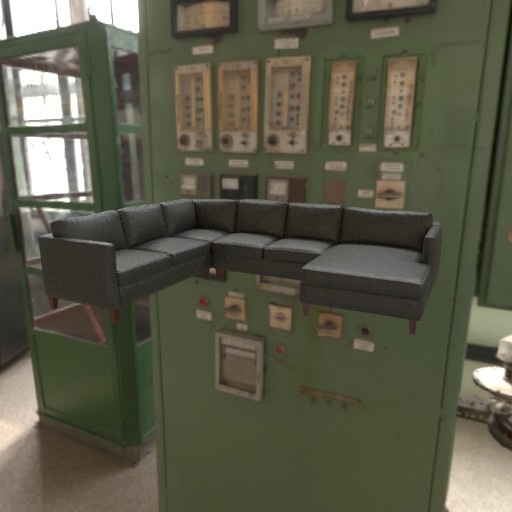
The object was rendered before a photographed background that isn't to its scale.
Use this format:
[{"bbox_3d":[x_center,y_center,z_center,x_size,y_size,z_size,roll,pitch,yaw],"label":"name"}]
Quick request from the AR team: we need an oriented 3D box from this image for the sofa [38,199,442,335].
[{"bbox_3d":[0.000,0.000,4.673,3.460,0.923,2.593,7,15,26],"label":"sofa"}]
